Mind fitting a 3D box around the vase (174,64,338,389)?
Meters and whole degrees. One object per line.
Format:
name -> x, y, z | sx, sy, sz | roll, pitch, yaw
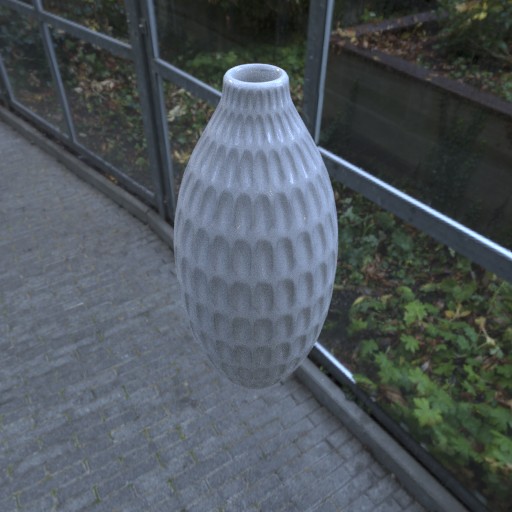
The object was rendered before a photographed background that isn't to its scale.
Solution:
vase -> 0.000, 0.000, 0.351 | 0.127, 0.282, 0.127 | 0, 41, 0
